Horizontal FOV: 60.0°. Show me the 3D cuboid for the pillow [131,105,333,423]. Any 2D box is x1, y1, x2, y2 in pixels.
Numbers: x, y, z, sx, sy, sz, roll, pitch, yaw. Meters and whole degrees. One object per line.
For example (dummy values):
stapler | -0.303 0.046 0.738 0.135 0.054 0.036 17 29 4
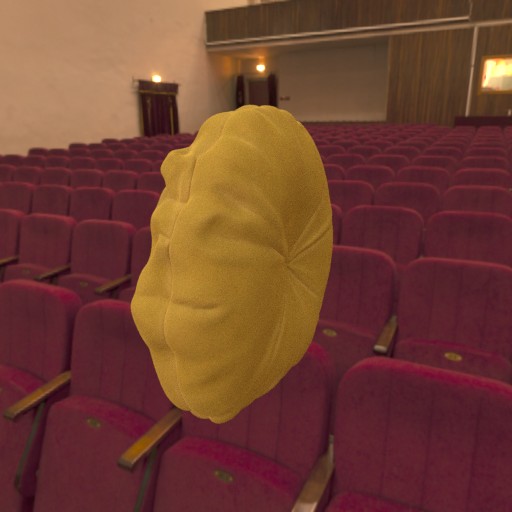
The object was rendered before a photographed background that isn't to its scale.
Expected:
pillow | 0.000 0.000 0.631 0.148 0.407 0.428 8 18 26
